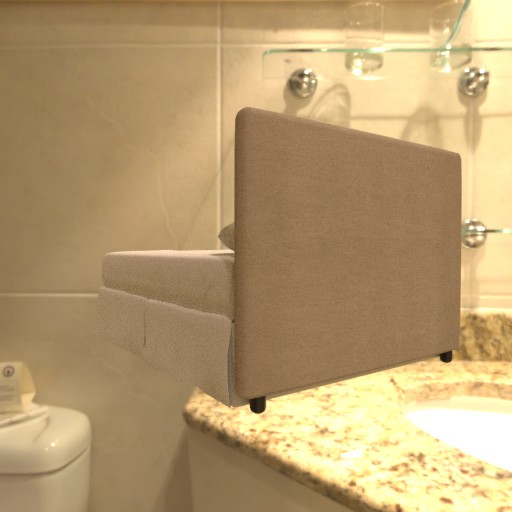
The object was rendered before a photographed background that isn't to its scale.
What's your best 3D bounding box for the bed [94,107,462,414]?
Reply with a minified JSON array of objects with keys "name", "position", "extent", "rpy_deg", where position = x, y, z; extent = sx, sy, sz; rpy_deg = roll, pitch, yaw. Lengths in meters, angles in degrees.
[{"name":"bed","position":[0.000,0.000,3.176],"extent":[1.713,1.330,2.162],"rpy_deg":[-1,1,-35]}]
